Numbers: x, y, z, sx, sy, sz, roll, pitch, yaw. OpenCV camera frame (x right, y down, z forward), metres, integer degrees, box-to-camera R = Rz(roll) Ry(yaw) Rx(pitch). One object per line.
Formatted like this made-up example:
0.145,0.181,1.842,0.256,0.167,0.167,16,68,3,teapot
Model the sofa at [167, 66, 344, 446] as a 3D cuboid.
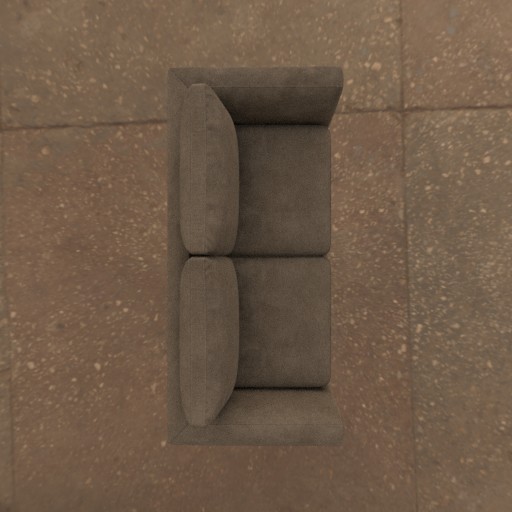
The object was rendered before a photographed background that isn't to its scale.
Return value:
0.000,0.000,2.361,0.855,1.013,1.832,0,90,0,sofa
